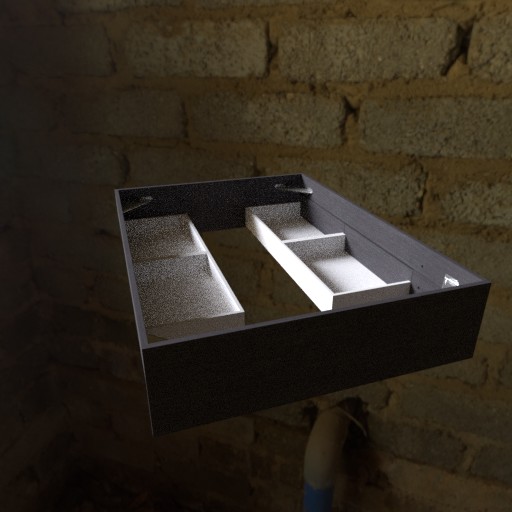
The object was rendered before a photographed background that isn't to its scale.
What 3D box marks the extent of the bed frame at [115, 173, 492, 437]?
[{"bbox_3d":[0.000,0.000,2.582,1.448,0.459,1.944,-8,26,-17],"label":"bed frame"}]
